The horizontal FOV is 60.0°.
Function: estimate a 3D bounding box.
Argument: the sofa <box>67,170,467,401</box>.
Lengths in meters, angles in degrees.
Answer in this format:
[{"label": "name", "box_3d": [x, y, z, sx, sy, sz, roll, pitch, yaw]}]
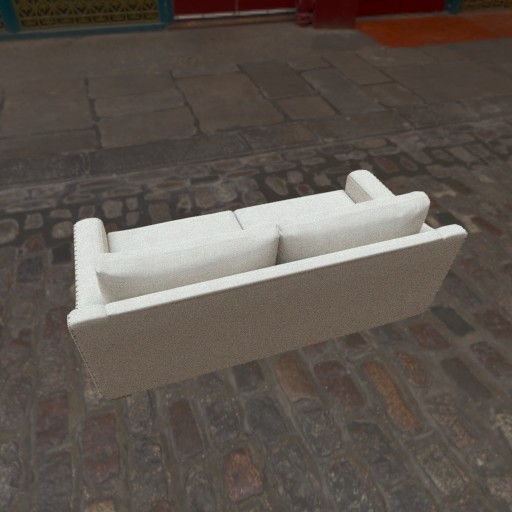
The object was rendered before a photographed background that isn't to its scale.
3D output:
[{"label": "sofa", "box_3d": [0.000, 0.000, 2.795, 2.107, 0.983, 1.104, -12, 42, -14]}]
